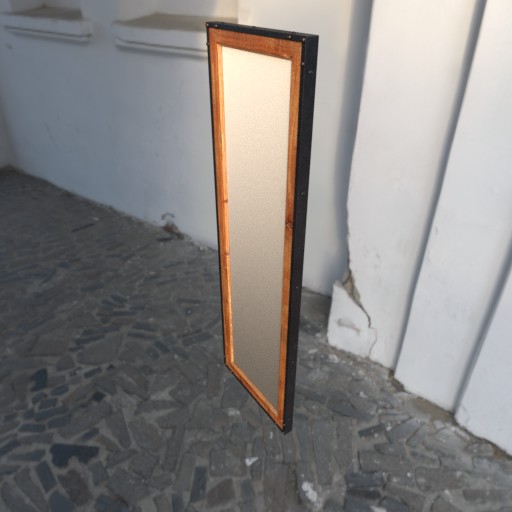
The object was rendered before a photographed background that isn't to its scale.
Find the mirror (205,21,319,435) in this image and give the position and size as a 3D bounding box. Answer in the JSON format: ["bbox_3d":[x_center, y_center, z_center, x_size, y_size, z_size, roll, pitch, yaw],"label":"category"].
[{"bbox_3d":[0.000,0.000,1.169,0.042,1.080,0.354,-20,37,-29],"label":"mirror"}]
